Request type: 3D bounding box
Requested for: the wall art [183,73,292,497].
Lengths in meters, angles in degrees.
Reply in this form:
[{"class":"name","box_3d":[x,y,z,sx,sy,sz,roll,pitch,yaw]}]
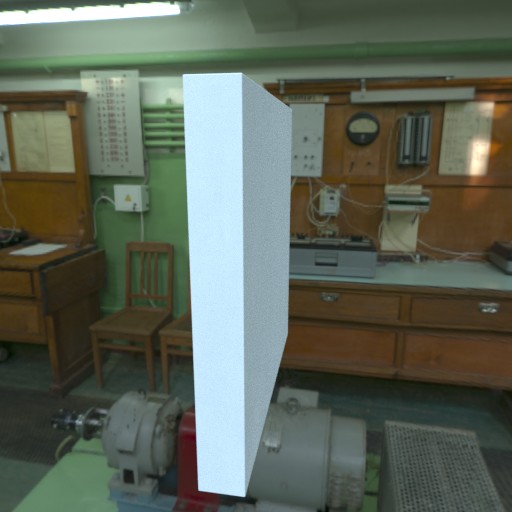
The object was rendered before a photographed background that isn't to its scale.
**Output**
[{"class":"wall art","box_3d":[0.000,0.000,0.452,0.038,0.305,0.305,3,15,10]}]
